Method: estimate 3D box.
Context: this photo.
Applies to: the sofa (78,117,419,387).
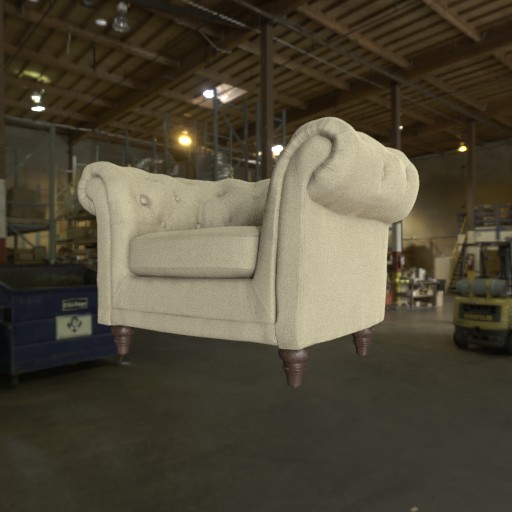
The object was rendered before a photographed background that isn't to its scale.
[{"bbox_3d":[0.000,0.000,2.060,1.405,0.878,1.034,0,-1,35],"label":"sofa"}]
